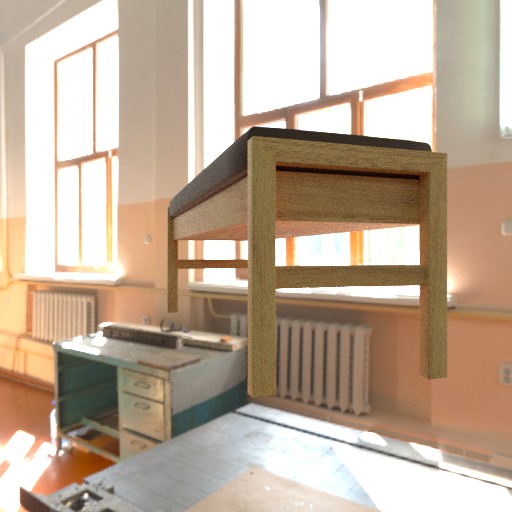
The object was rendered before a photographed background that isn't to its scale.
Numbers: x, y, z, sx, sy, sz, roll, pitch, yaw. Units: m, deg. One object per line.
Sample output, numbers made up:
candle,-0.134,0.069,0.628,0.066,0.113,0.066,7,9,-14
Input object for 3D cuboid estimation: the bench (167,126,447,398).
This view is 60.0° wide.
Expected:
bench,0.000,0.000,1.383,0.405,0.480,1.200,0,0,-18
